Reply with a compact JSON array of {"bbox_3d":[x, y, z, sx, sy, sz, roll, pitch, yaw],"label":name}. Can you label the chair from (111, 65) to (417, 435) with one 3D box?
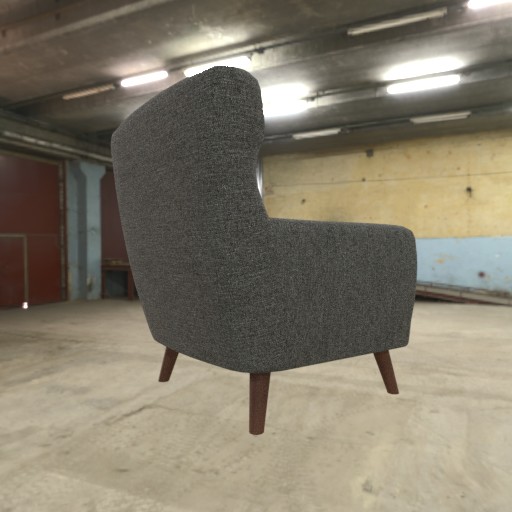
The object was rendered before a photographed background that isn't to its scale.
[{"bbox_3d":[0.000,0.000,1.732,0.940,1.039,0.889,0,0,-36],"label":"chair"}]
